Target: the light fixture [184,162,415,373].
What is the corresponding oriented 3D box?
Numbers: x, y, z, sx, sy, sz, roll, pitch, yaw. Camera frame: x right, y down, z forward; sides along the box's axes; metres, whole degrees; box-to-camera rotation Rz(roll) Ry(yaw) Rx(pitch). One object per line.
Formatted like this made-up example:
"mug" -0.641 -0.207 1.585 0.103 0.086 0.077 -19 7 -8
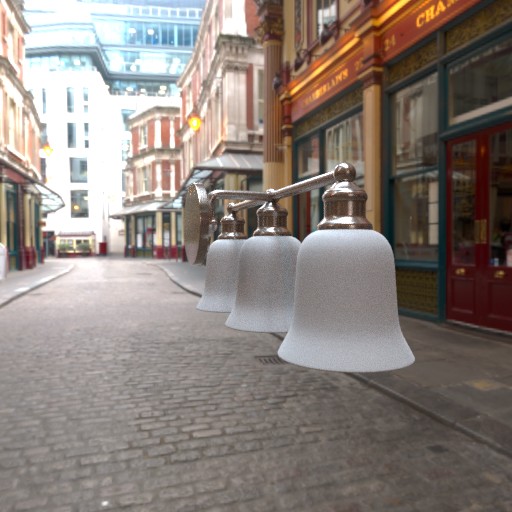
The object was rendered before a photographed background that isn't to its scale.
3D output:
"light fixture" 0.000 0.000 0.672 0.198 0.211 0.570 0 1 -20
